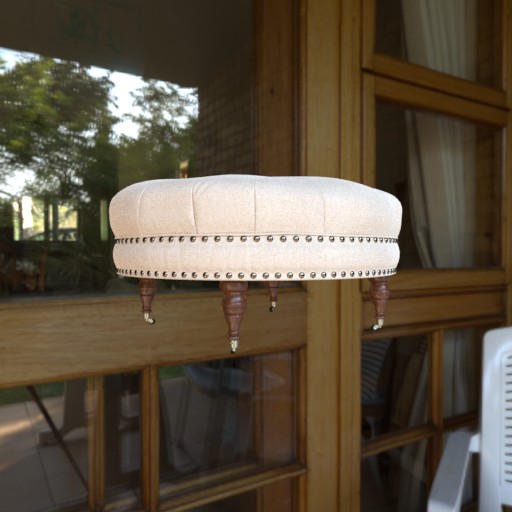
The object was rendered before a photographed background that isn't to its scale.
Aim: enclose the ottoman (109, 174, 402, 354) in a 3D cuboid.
[{"bbox_3d":[0.000,0.000,1.494,0.940,0.483,0.940,0,1,0],"label":"ottoman"}]
